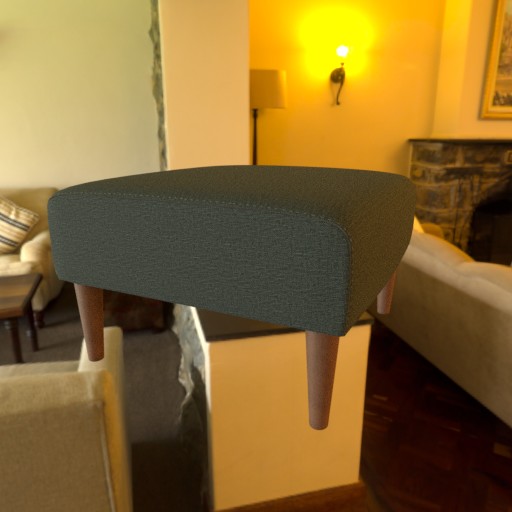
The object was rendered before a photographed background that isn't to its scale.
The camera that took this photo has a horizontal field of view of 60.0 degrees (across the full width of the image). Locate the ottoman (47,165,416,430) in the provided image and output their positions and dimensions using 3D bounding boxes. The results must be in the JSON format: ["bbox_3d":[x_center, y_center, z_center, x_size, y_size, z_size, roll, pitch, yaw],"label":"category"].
[{"bbox_3d":[0.000,0.000,1.057,0.649,0.398,0.650,8,17,26],"label":"ottoman"}]
